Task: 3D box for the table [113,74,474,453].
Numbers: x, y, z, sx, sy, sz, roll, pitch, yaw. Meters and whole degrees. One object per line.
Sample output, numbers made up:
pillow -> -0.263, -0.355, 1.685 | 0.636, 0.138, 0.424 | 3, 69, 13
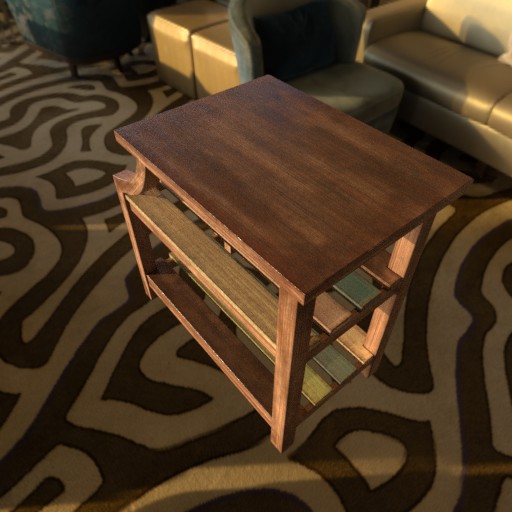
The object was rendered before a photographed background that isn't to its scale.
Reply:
table -> 0.000, 0.000, 0.965 | 0.356, 0.584, 0.609 | -31, 53, -26
